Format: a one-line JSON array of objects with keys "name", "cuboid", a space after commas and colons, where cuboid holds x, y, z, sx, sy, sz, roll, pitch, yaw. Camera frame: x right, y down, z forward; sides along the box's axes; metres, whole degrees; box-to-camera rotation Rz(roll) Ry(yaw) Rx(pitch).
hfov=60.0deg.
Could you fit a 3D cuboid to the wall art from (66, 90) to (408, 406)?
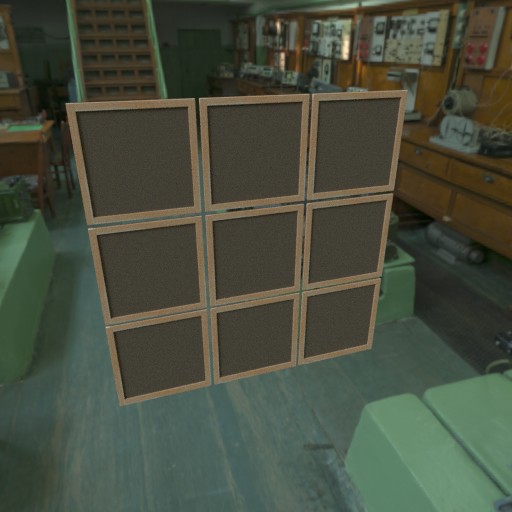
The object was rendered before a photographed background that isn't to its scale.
[{"name": "wall art", "cuboid": [0.000, 0.000, 1.784, 1.216, 1.218, 0.013, -8, 27, -17]}]
